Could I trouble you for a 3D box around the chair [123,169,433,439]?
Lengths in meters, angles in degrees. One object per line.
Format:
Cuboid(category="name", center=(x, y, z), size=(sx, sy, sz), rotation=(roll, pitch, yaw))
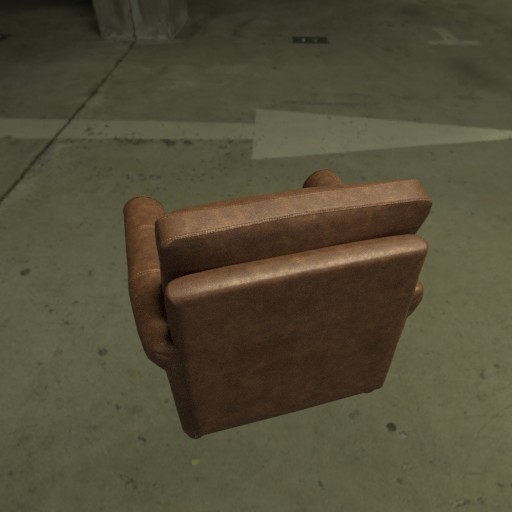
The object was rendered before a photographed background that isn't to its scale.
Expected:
Cuboid(category="chair", center=(0.000, 0.000, 1.789), size=(0.996, 0.976, 1.002), rotation=(-10, 41, -12))
